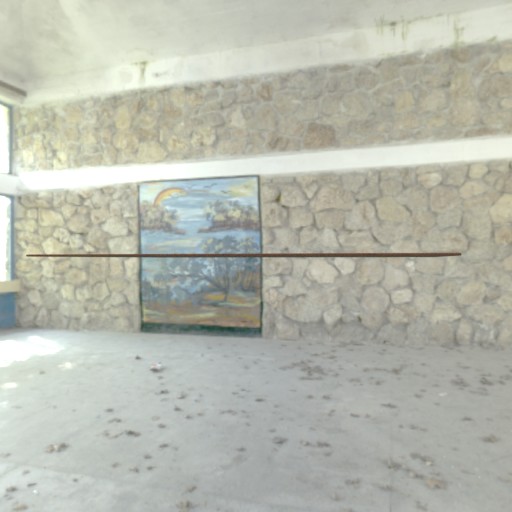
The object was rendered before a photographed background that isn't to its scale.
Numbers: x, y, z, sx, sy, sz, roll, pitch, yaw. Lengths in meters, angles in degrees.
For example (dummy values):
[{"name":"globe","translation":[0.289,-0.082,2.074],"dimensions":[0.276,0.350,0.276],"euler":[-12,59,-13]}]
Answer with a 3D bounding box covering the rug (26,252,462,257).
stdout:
[{"name":"rug","translation":[0.000,0.000,2.327],"dimensions":[1.829,0.010,1.219],"euler":[0,0,18]}]
